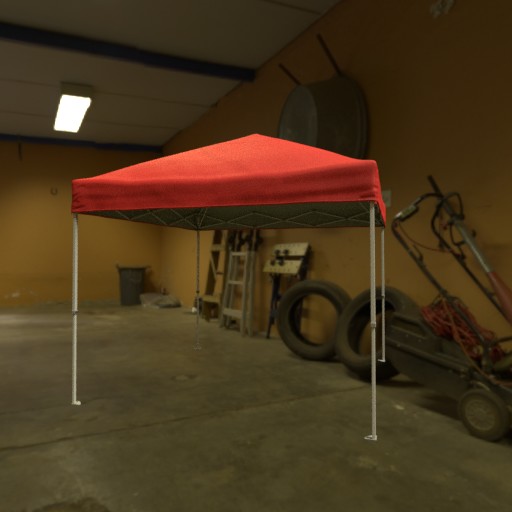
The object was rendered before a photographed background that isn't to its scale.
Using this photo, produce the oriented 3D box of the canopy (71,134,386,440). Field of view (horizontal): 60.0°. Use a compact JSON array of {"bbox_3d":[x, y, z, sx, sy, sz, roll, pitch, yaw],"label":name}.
[{"bbox_3d":[0.000,0.000,5.432,2.996,2.997,2.998,0,0,17],"label":"canopy"}]
